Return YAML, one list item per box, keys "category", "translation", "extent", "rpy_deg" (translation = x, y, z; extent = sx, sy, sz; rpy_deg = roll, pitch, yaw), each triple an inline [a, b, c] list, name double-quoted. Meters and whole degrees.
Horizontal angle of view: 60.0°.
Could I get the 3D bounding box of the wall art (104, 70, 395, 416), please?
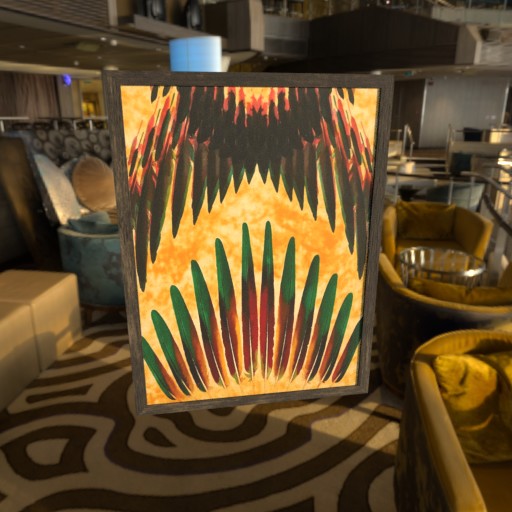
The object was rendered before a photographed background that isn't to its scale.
- category: "wall art"
  translation: [0.000, 0.000, 1.391]
  extent: [0.812, 1.066, 0.029]
  rpy_deg: [-3, 17, -9]
